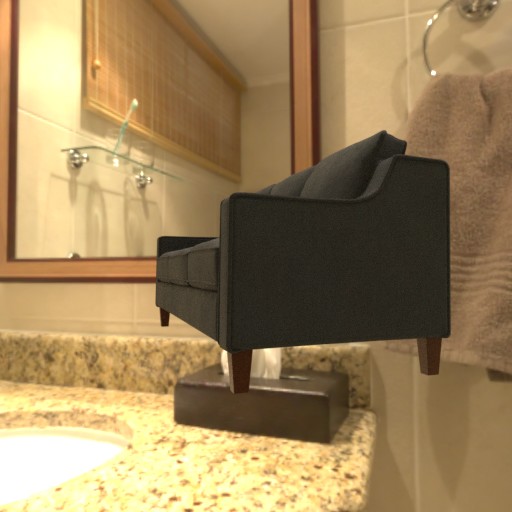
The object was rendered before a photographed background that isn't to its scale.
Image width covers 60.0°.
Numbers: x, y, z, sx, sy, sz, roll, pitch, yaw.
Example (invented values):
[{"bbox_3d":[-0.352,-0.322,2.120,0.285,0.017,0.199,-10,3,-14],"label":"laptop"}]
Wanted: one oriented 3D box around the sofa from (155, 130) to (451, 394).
[{"bbox_3d":[0.000,0.000,2.497,0.911,0.974,1.986,1,-2,-19],"label":"sofa"}]
